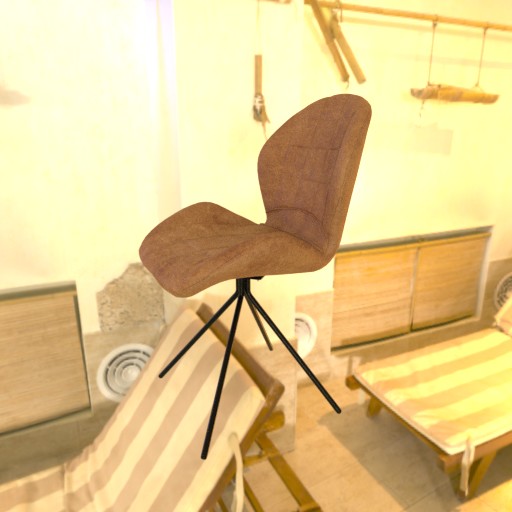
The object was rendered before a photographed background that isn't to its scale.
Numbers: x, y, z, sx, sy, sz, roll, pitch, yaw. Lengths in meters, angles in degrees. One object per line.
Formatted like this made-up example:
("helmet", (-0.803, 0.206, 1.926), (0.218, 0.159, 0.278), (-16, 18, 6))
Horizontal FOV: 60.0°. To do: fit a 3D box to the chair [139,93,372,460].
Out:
("chair", (0.000, 0.000, 1.325), (0.640, 0.929, 0.527), (-8, 18, -25))
